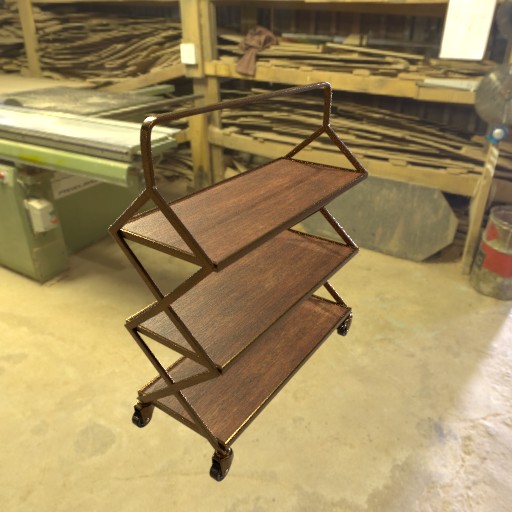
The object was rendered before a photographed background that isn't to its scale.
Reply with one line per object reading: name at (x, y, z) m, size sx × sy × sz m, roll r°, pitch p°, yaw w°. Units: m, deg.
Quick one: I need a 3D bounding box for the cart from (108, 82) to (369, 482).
cart at (0.000, 0.000, 1.172) m, size 0.313 × 0.805 × 0.723 m, roll 18°, pitch 33°, yaw 31°
